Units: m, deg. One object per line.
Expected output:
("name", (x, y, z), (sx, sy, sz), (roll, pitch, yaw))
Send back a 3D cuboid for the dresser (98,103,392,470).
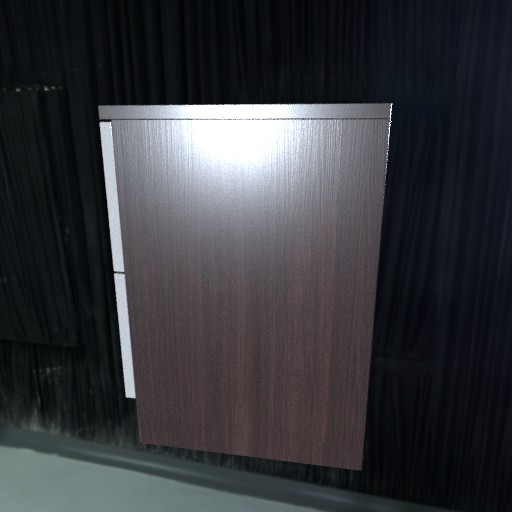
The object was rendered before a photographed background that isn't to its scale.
("dresser", (0.000, 0.000, 0.751), (0.360, 0.470, 0.400), (3, 17, 10))
